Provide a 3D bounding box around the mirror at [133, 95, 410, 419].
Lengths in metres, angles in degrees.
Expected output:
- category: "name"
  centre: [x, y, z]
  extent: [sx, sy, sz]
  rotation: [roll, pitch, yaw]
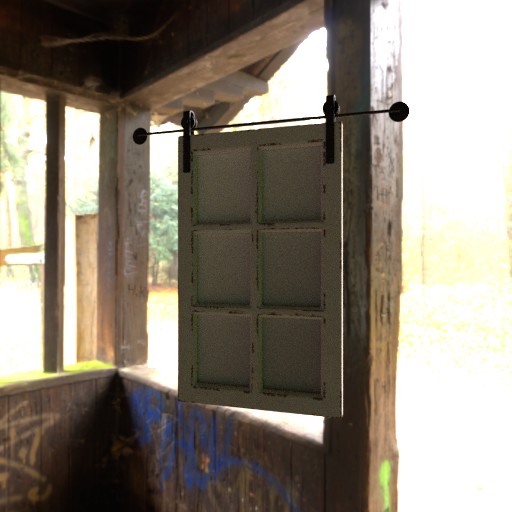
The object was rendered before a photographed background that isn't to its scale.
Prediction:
- category: "mirror"
  centre: [0.000, 0.000, 1.227]
  extent: [0.808, 0.844, 0.037]
  rotation: [0, 0, 18]
